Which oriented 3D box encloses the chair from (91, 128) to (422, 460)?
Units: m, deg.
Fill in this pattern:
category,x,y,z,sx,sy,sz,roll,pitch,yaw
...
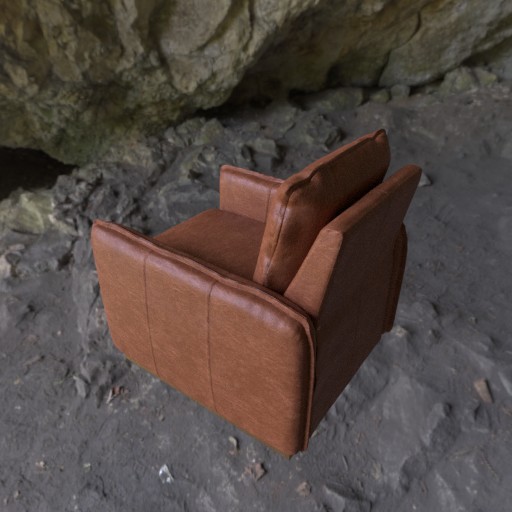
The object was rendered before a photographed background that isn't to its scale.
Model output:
category,x,y,z,sx,sy,sz,roll,pitch,yaw
chair,0.000,0.000,1.633,0.922,0.922,0.830,20,36,30
